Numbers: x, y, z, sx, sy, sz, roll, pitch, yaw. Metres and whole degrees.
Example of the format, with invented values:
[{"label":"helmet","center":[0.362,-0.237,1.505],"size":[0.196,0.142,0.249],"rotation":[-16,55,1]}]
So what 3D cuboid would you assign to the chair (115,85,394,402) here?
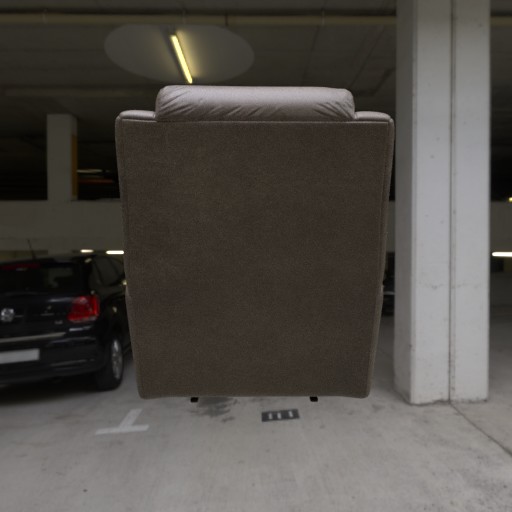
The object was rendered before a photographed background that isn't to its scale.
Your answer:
[{"label":"chair","center":[0.000,0.000,1.883],"size":[0.967,1.116,1.068],"rotation":[0,1,-1]}]
